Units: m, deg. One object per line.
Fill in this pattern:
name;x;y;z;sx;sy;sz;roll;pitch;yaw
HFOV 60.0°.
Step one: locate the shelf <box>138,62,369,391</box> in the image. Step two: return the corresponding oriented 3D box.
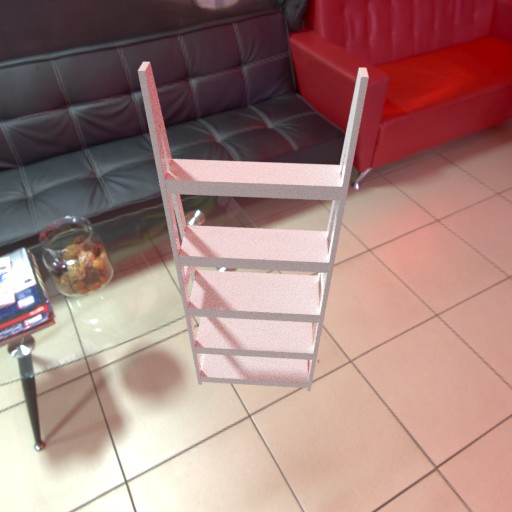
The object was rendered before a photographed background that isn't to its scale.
shelf;0.000;0.000;1.965;0.636;1.779;0.341;3;46;3
